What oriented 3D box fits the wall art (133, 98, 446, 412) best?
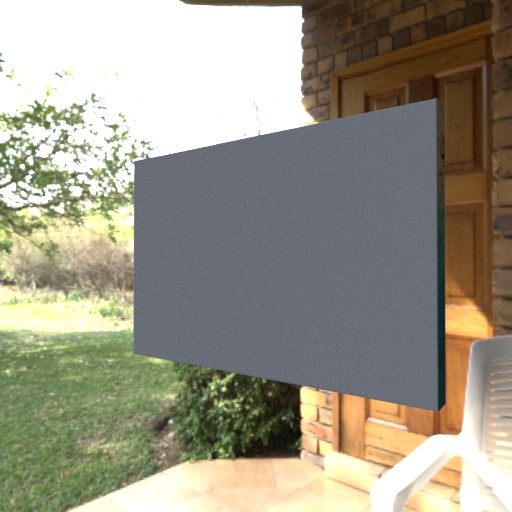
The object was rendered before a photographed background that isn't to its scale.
[{"bbox_3d":[0.000,0.000,1.125,0.894,0.595,0.057,0,-1,36],"label":"wall art"}]
